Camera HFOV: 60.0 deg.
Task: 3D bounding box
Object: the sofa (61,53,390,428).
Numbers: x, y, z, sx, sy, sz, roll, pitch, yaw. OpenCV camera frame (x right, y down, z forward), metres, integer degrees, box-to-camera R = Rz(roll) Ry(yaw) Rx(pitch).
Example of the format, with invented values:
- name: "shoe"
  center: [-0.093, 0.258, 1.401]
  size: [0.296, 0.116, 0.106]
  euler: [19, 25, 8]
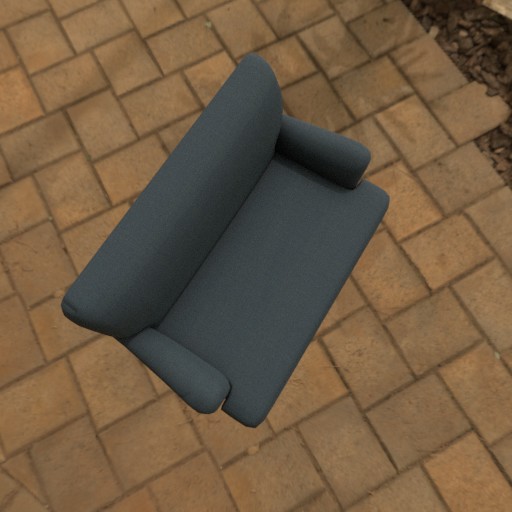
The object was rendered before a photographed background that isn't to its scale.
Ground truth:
- name: "sofa"
  center: [0.000, 0.000, 1.906]
  size: [0.779, 0.889, 1.297]
  euler: [31, 76, 8]
